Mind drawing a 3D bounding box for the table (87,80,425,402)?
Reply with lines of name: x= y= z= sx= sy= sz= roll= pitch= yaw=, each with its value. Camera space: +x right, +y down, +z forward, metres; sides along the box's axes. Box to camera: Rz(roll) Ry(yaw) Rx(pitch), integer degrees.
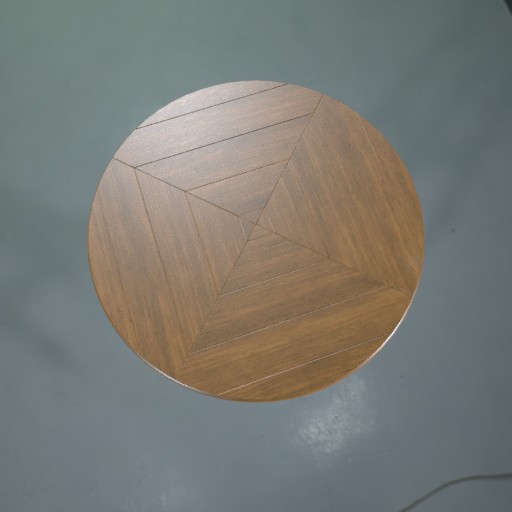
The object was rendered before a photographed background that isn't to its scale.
table: x=0.000 y=0.000 z=1.744 sx=1.055 sy=0.757 sz=1.055 roll=0 pitch=75 yaw=0
